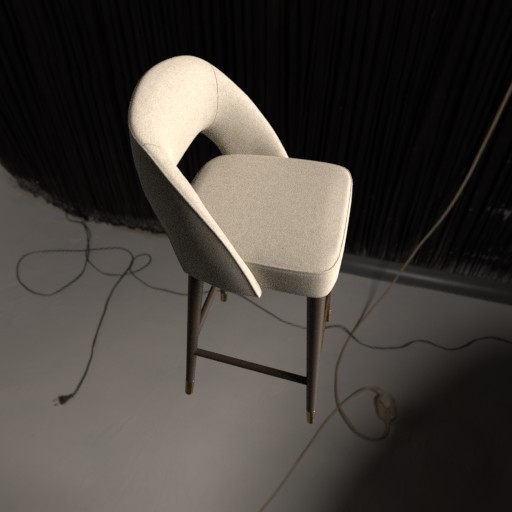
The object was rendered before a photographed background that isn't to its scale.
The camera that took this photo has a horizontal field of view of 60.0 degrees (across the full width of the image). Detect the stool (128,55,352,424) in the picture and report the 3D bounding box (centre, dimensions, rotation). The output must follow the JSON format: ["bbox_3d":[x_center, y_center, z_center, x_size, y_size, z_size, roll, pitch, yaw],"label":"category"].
[{"bbox_3d":[0.000,0.000,1.302,0.509,1.037,0.494,10,46,10],"label":"stool"}]
